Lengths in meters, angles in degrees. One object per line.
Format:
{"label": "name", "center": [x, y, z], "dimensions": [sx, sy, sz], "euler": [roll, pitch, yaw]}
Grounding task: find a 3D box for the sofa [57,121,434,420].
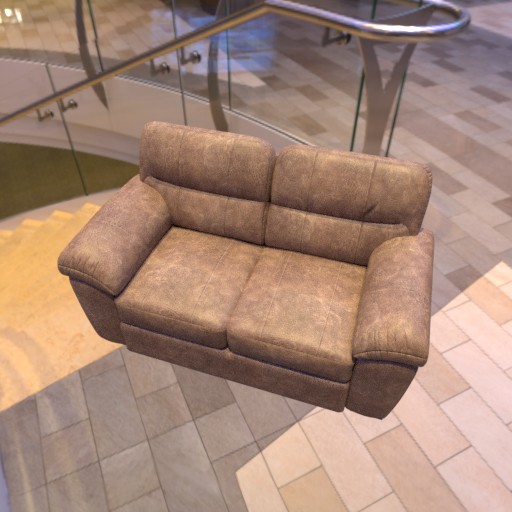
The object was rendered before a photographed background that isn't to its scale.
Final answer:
{"label": "sofa", "center": [0.000, 0.000, 2.349], "dimensions": [1.753, 0.991, 0.991], "euler": [13, 44, 13]}
